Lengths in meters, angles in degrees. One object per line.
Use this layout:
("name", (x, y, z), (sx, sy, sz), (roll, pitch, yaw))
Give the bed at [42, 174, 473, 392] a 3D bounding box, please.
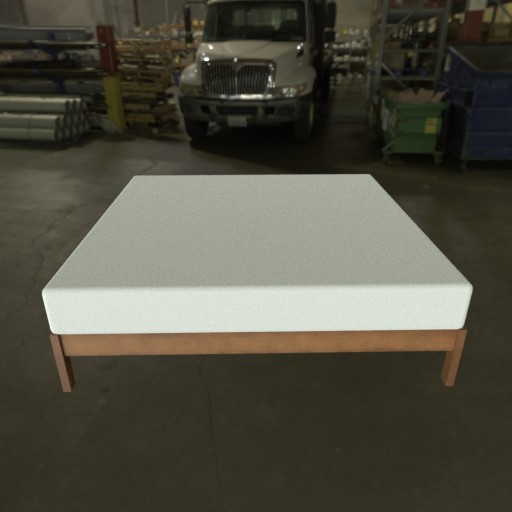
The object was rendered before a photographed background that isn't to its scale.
("bed", (0.000, 0.000, 3.058), (2.049, 0.616, 1.930), (-1, 26, -1))
